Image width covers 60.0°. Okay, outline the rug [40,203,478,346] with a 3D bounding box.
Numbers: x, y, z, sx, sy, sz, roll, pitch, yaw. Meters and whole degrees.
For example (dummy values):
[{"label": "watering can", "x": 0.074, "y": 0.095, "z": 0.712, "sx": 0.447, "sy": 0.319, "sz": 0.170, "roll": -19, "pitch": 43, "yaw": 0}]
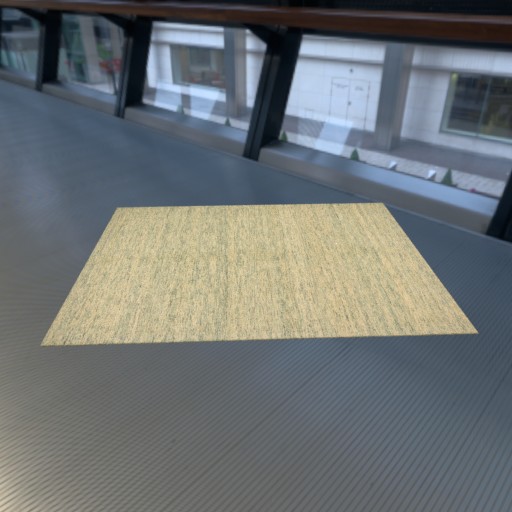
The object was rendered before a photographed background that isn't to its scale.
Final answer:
[{"label": "rug", "x": 0.000, "y": 0.000, "z": 4.283, "sx": 3.201, "sy": 0.014, "sz": 2.437, "roll": -1, "pitch": 30, "yaw": -2}]
